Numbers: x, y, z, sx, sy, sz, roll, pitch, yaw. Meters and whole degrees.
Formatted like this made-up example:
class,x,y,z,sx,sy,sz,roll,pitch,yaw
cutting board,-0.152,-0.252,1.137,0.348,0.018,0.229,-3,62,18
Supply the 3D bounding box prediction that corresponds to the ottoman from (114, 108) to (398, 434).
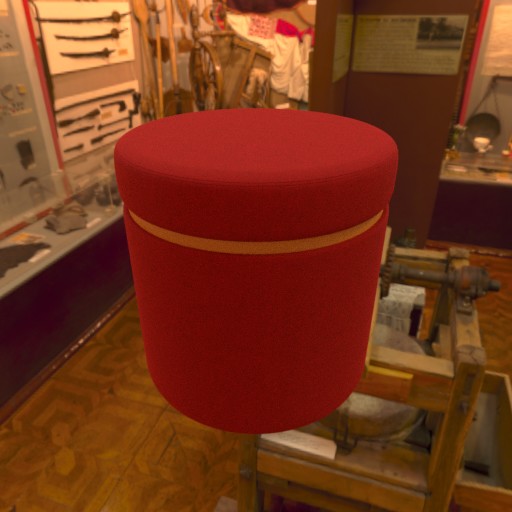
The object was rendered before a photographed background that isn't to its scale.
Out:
class,x,y,z,sx,sy,sz,roll,pitch,yaw
ottoman,0.000,0.000,0.732,0.400,0.406,0.400,0,29,0
